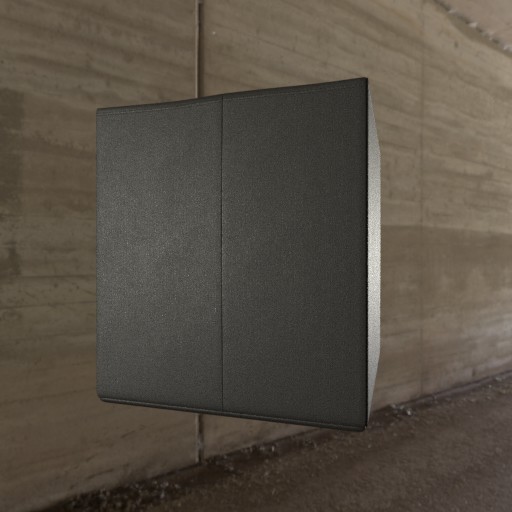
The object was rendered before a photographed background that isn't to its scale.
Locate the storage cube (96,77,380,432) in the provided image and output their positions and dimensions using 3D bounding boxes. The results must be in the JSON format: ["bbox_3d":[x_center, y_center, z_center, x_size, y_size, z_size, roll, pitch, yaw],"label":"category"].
[{"bbox_3d":[0.000,0.000,0.510,0.270,0.280,0.270,0,0,18],"label":"storage cube"}]
